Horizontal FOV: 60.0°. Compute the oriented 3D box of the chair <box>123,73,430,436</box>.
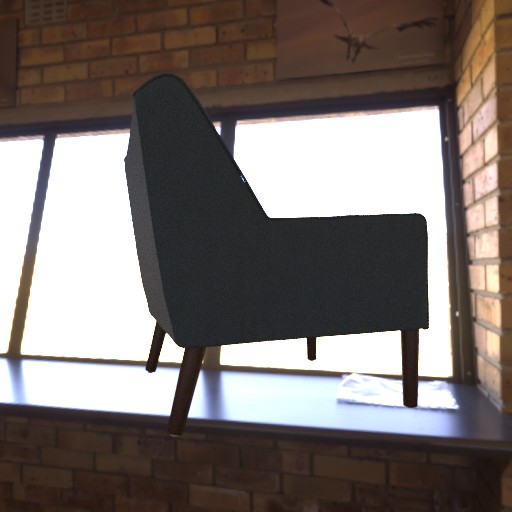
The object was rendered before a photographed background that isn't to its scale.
[{"bbox_3d":[0.000,0.000,1.306,0.733,0.780,0.663,0,-1,-18],"label":"chair"}]
